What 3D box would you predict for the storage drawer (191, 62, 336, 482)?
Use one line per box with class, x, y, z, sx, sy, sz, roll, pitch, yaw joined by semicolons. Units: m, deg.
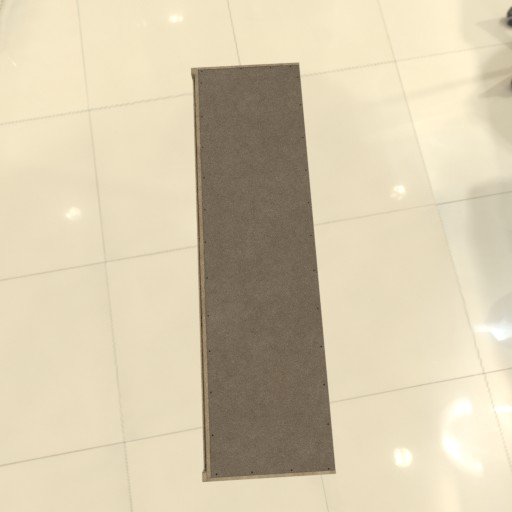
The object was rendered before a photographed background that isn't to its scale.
storage drawer;0.000;0.000;2.316;0.591;0.274;2.072;-3;77;-1
